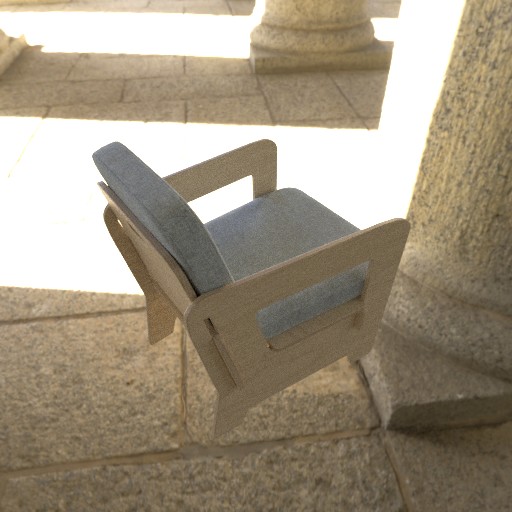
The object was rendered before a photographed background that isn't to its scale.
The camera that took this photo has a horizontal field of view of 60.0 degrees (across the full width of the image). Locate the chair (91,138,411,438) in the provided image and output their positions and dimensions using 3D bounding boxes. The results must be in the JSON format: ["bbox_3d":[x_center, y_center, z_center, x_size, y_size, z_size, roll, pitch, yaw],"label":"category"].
[{"bbox_3d":[0.000,0.000,1.318,0.710,0.800,0.590,-25,46,-27],"label":"chair"}]
